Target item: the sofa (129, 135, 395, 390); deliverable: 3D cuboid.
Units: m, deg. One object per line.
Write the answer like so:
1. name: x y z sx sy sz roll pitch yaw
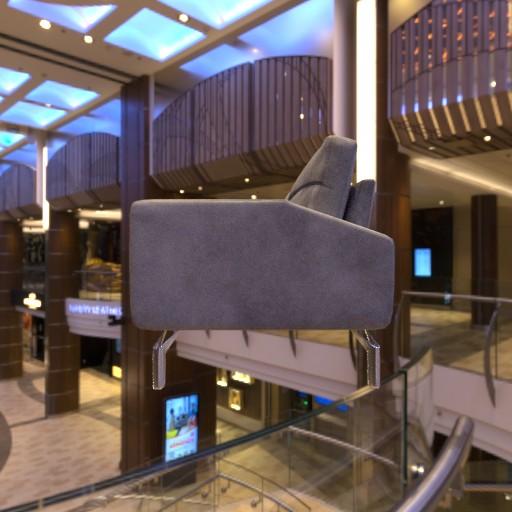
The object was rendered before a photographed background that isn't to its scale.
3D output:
1. sofa: 0.000 0.000 2.300 0.849 0.859 1.837 0 0 -1
